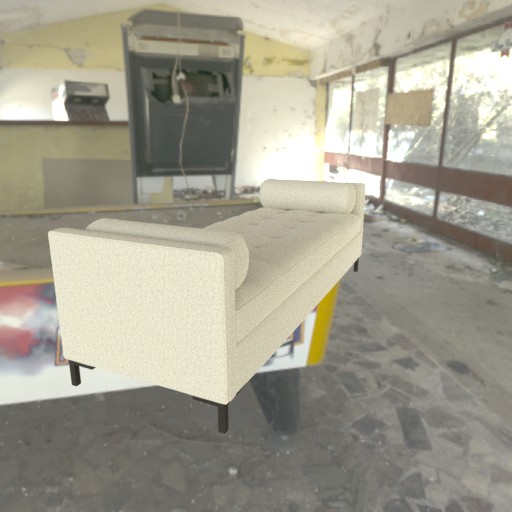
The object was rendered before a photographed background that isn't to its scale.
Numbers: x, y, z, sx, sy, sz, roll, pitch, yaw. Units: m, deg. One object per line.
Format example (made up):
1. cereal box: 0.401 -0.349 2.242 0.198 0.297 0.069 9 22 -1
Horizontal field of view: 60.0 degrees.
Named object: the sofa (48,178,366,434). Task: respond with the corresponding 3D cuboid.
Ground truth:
1. sofa: 0.000 0.000 2.365 0.746 0.641 1.985 7 17 24
